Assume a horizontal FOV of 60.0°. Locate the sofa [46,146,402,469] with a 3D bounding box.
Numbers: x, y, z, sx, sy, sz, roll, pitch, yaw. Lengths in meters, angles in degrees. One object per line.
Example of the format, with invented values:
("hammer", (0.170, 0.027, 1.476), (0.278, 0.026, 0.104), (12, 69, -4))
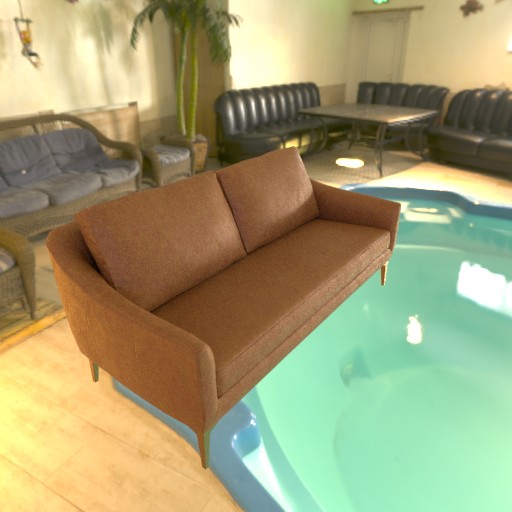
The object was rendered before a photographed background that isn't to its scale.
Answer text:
("sofa", (0.000, 0.000, 2.562), (0.981, 0.945, 2.036), (17, 30, 32))
